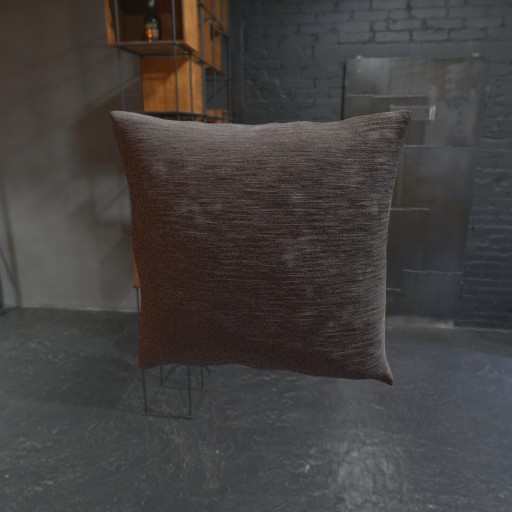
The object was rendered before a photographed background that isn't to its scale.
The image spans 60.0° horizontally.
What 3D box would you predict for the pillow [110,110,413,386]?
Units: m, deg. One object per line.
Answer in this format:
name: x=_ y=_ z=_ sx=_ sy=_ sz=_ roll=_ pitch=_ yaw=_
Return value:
pillow: x=0.000 y=0.000 z=0.698 sx=0.452 sy=0.439 sz=0.204 roll=2 pitch=16 yaw=9
